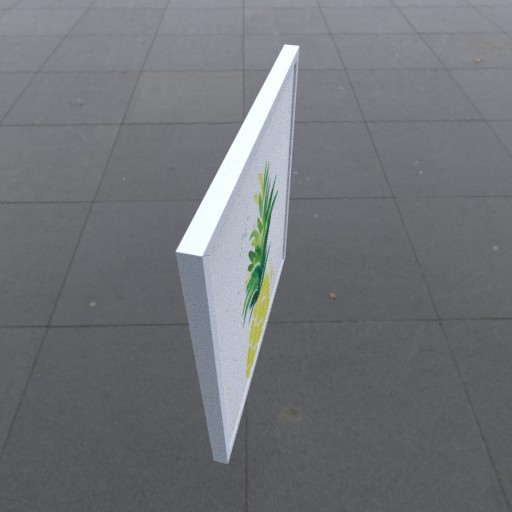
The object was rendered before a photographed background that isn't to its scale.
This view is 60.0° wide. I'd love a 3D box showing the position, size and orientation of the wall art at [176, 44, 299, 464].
[{"bbox_3d":[0.000,0.000,1.129,0.038,0.761,0.763,10,46,10],"label":"wall art"}]
